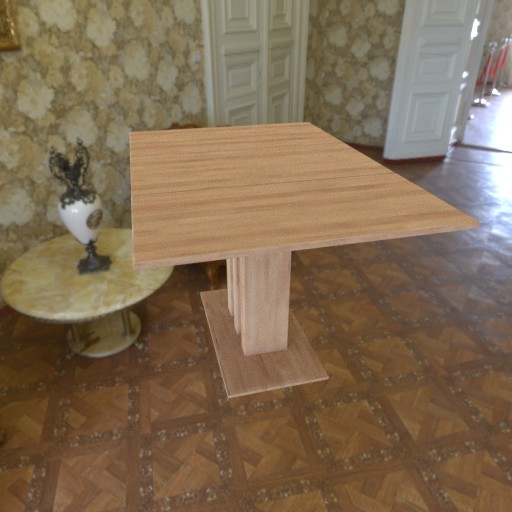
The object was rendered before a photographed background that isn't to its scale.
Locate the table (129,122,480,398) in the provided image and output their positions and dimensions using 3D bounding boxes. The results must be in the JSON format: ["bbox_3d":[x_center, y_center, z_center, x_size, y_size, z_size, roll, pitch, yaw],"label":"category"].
[{"bbox_3d":[0.000,0.000,1.819,0.900,0.770,1.300,-7,29,-13],"label":"table"}]
